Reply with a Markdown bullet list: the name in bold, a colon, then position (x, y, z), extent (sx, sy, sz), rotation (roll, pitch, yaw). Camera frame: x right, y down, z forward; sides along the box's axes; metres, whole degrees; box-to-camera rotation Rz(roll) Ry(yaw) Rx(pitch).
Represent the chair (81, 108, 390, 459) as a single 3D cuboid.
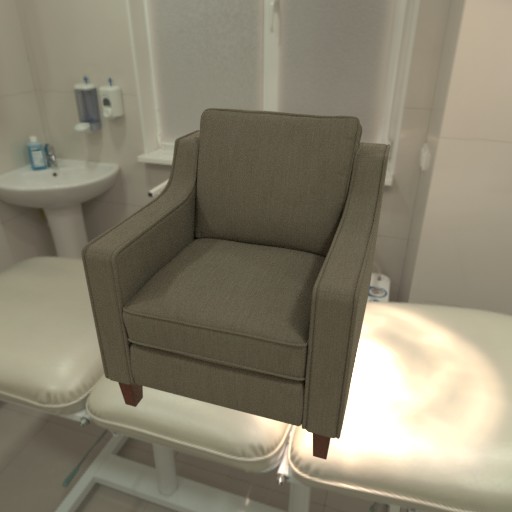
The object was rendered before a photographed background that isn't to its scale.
- **chair**: position (0.000, 0.000, 1.657), extent (0.831, 0.960, 0.909), rotation (9, 29, 16)
